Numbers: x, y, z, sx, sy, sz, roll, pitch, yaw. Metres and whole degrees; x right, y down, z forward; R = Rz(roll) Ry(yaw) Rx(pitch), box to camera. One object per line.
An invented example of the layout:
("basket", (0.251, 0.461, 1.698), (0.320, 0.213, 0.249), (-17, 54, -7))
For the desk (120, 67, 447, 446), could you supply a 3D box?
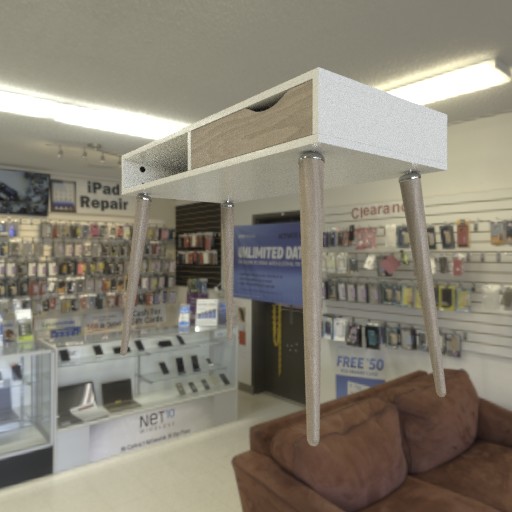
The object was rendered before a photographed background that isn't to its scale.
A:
("desk", (0.000, 0.000, 1.371), (0.491, 0.723, 0.979), (0, 1, -38))
